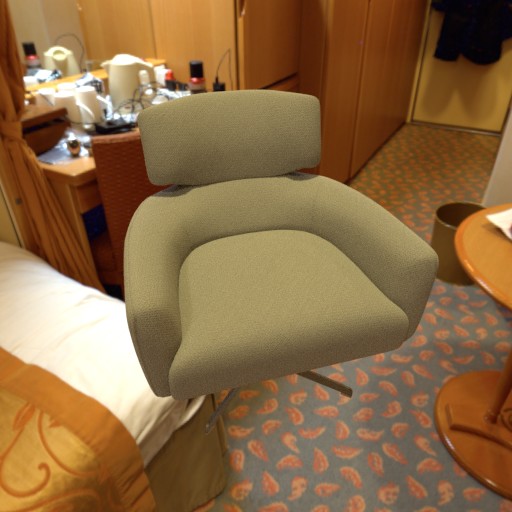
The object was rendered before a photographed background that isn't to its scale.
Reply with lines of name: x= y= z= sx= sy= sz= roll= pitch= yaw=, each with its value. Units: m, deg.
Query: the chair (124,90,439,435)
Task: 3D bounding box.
chair: x=0.000 y=0.000 z=1.337 sx=0.760 sy=0.810 sz=0.730 roll=-9 pitch=35 yaw=-14
